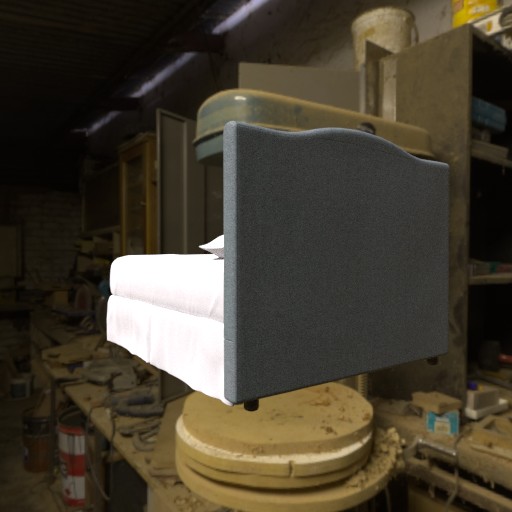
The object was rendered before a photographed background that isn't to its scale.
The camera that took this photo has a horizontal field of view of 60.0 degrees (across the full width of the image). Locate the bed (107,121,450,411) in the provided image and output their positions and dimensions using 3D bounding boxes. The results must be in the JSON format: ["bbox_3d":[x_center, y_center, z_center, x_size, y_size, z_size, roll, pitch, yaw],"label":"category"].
[{"bbox_3d":[0.000,0.000,3.386,1.753,1.460,2.143,0,1,-35],"label":"bed"}]
